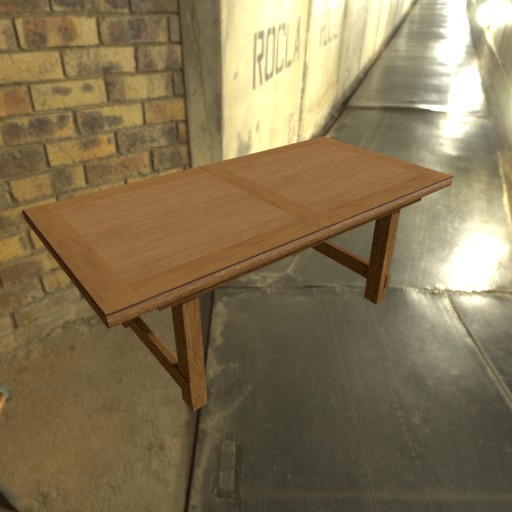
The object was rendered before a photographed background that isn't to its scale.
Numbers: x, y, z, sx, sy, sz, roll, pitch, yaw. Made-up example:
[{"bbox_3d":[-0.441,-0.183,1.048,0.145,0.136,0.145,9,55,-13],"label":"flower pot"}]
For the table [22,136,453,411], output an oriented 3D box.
[{"bbox_3d":[0.000,0.000,2.439,1.982,0.762,1.000,-22,37,-32],"label":"table"}]
